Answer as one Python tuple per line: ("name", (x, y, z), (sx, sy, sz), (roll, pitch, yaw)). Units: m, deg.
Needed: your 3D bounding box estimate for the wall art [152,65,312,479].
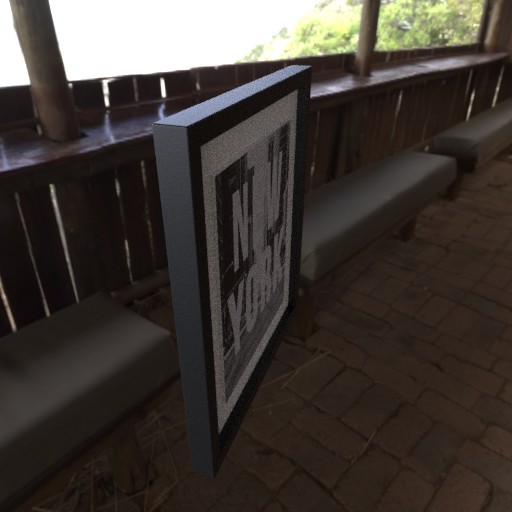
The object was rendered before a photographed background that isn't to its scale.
("wall art", (0.000, 0.000, 0.525), (0.028, 0.381, 0.328), (11, 32, 18))
